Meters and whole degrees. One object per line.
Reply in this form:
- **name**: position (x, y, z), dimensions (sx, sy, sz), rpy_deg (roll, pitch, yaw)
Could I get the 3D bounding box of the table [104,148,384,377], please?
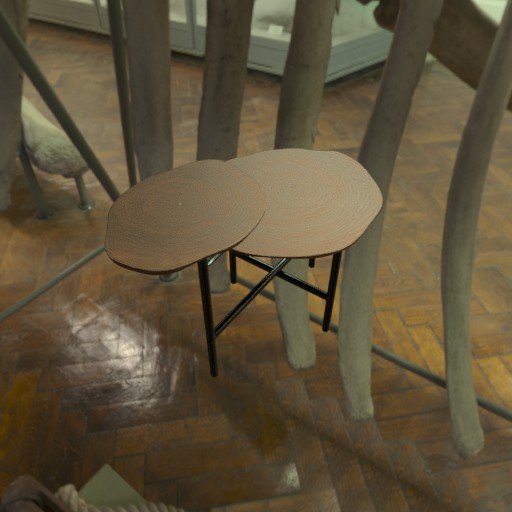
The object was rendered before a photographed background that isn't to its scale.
- **table**: position (0.000, 0.000, 1.079), dimensions (0.442, 0.538, 0.759), rpy_deg (26, 48, 26)
